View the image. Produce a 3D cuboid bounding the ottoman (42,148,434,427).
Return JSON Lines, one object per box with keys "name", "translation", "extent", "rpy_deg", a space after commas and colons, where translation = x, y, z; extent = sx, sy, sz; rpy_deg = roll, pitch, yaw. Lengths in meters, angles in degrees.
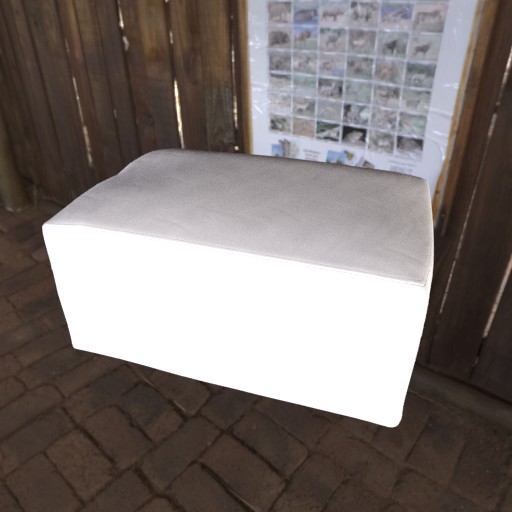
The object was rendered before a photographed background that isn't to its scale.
{"name": "ottoman", "translation": [0.000, 0.000, 1.211], "extent": [0.872, 0.444, 0.590], "rpy_deg": [10, 33, 15]}
